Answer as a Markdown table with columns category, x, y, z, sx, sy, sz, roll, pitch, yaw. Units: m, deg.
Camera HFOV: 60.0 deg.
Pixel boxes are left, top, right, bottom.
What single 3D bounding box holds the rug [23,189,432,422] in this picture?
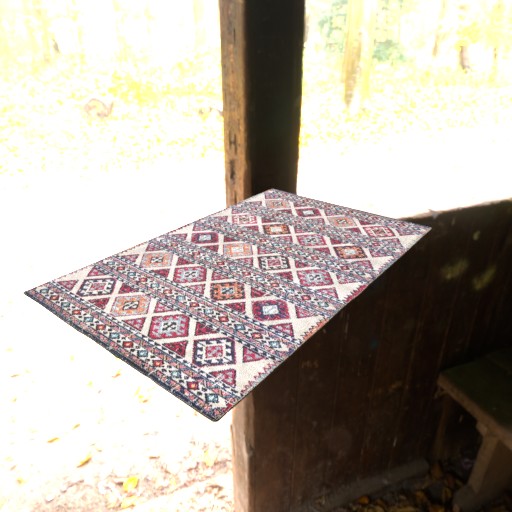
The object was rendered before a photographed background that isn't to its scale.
| category | x | y | z | sx | sy | sz | roll | pitch | yaw |
| --- | --- | --- | --- | --- | --- | --- | --- | --- | --- |
| rug | 0.000 | 0.000 | 2.991 | 1.545 | 0.010 | 2.440 | 20 | 33 | 34 |
